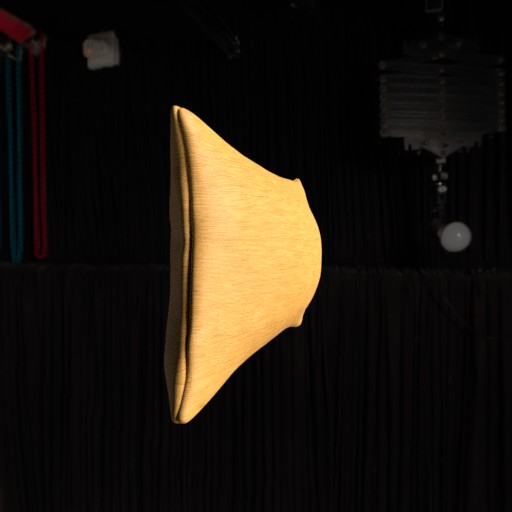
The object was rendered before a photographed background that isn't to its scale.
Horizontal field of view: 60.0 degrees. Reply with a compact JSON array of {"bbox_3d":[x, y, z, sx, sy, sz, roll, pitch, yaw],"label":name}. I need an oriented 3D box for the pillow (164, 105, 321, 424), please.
[{"bbox_3d":[0.000,0.000,0.780,0.210,0.354,0.634,1,2,17],"label":"pillow"}]
